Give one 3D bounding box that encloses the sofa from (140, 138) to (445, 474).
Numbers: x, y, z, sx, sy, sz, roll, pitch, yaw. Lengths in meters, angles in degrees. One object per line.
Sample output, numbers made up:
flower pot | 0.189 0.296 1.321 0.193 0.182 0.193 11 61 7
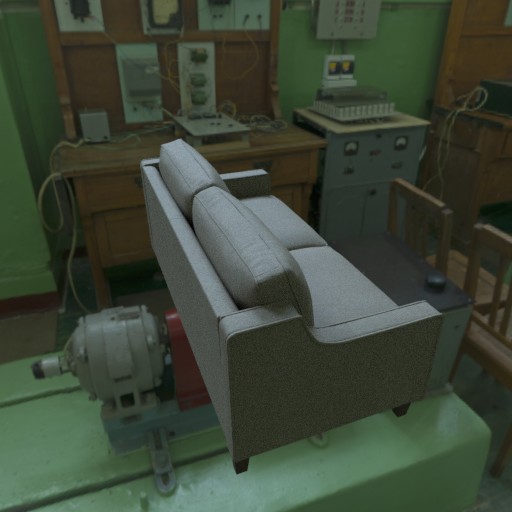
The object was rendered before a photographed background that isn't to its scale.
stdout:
sofa | 0.000 0.000 2.809 1.073 1.074 2.181 -11 32 -18
